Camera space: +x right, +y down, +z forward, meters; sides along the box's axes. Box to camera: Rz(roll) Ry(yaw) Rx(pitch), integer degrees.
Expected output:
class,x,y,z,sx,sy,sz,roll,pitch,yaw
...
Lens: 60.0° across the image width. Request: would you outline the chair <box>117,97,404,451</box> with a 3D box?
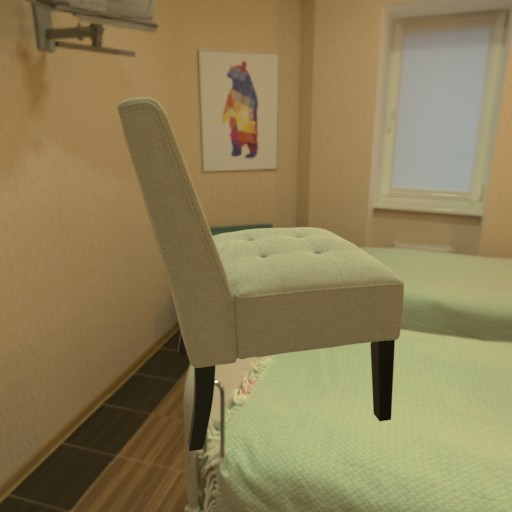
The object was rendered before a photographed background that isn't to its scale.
class,x,y,z,sx,sy,sz,roll,pitch,yaw
chair,0.000,0.000,1.297,0.676,0.853,0.569,-4,17,-12
